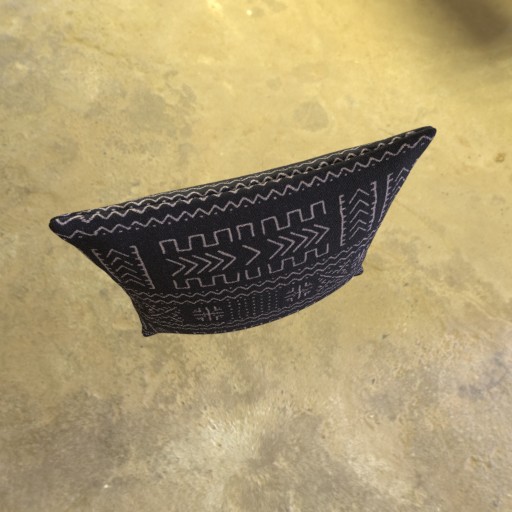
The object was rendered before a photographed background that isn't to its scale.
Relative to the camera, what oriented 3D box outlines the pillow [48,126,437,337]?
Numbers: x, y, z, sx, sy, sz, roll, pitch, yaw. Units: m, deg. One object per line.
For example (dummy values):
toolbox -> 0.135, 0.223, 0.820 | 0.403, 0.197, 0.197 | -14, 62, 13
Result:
pillow -> 0.000, 0.000, 0.660 | 0.438, 0.430, 0.164 | -15, 66, -7
